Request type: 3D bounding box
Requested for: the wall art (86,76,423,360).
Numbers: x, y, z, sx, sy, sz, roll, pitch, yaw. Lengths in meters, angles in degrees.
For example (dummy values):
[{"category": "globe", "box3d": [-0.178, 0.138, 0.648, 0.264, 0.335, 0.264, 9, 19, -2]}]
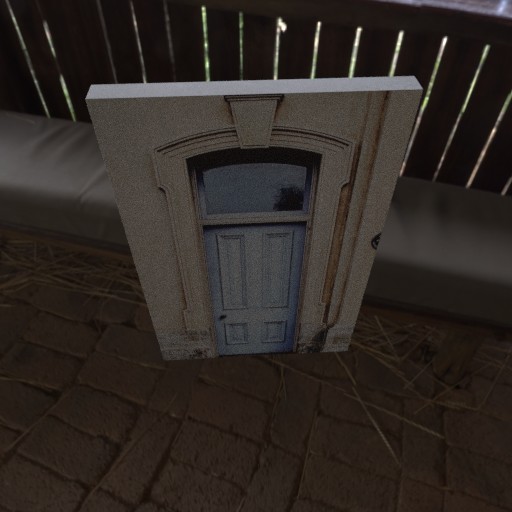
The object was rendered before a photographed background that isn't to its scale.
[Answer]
[{"category": "wall art", "box3d": [0.000, 0.000, 0.763, 0.403, 0.607, 0.036, -2, 47, -2]}]
